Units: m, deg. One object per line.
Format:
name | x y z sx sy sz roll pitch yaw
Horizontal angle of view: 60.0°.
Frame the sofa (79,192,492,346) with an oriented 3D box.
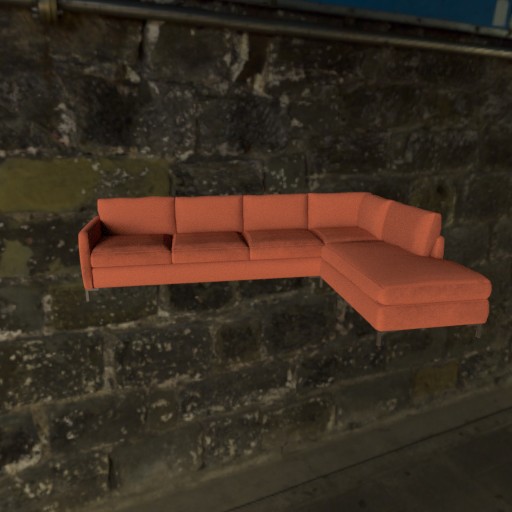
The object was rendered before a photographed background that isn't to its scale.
sofa | 0.000 0.000 3.451 2.736 0.757 1.879 -3 15 -10
